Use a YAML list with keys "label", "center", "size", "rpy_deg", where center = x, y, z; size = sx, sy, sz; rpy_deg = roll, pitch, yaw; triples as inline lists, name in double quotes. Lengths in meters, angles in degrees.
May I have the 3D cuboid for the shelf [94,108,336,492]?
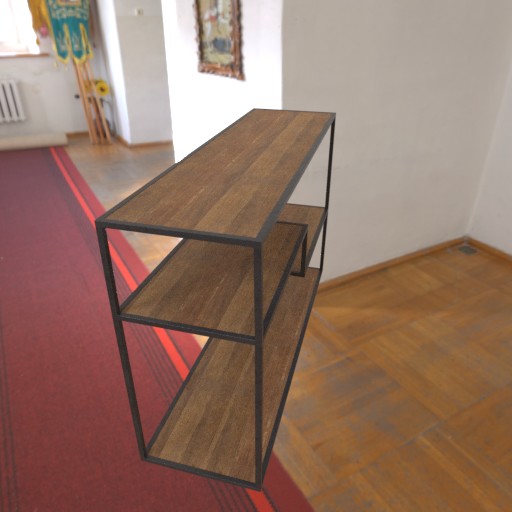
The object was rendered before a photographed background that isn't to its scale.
- label: "shelf"
  center: [0.000, 0.000, 1.559]
  size: [0.361, 0.765, 1.201]
  rpy_deg: [8, 30, 14]
